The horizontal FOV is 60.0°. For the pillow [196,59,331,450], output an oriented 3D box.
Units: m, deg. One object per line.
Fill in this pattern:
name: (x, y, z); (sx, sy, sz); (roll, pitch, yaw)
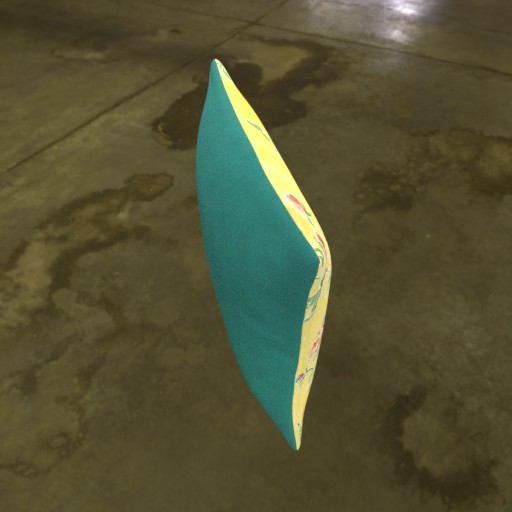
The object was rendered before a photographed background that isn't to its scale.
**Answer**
pillow: (0.000, 0.000, 0.806); (0.166, 0.508, 0.525); (-11, 47, -11)
